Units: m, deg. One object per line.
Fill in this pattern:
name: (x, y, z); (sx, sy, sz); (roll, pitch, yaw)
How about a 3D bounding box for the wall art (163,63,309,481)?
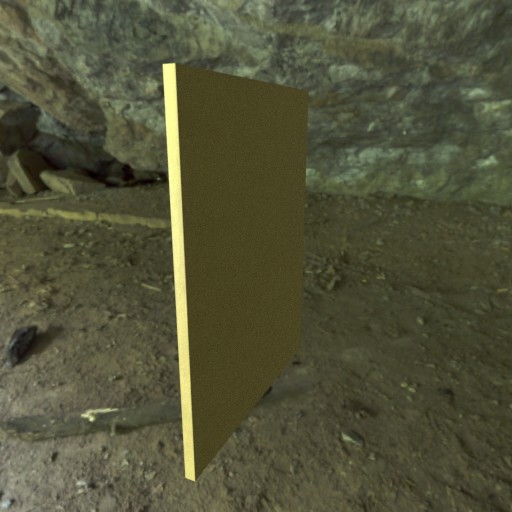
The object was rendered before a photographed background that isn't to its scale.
wall art: (0.000, 0.000, 1.359); (0.030, 1.002, 0.798); (8, 18, 24)
